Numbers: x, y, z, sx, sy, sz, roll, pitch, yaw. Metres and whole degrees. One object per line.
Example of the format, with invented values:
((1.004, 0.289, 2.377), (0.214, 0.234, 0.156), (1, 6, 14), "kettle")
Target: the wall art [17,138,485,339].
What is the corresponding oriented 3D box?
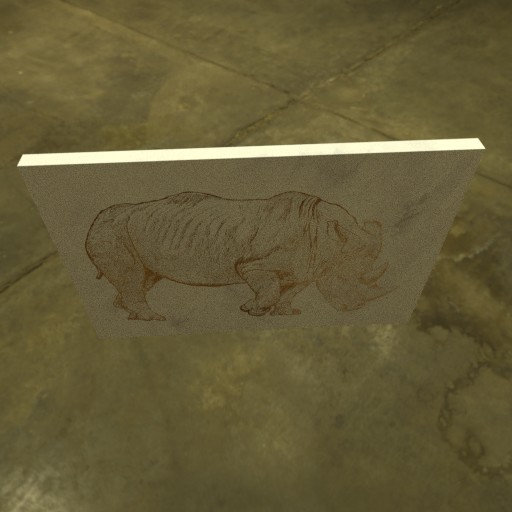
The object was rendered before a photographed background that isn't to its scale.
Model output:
((0.000, 0.000, 1.102), (0.915, 0.610, 0.038), (-3, 47, -2), "wall art")
